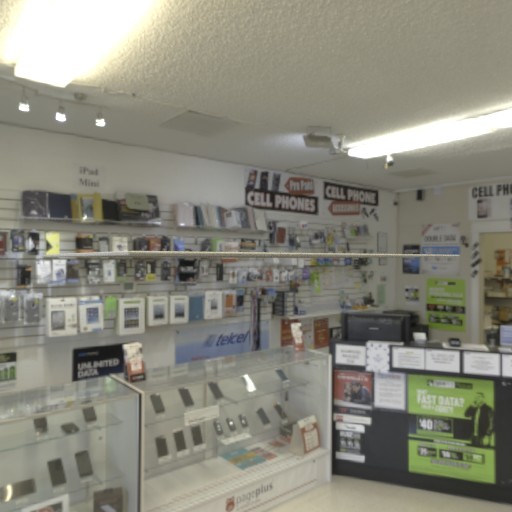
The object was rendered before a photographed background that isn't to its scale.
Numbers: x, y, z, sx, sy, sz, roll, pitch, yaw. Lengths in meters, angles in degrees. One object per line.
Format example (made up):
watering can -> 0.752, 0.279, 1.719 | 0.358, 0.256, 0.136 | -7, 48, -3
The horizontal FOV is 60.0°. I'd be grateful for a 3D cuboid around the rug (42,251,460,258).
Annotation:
rug -> 0.000, 0.000, 2.318 | 1.829, 0.013, 1.219 | 0, -1, -37
